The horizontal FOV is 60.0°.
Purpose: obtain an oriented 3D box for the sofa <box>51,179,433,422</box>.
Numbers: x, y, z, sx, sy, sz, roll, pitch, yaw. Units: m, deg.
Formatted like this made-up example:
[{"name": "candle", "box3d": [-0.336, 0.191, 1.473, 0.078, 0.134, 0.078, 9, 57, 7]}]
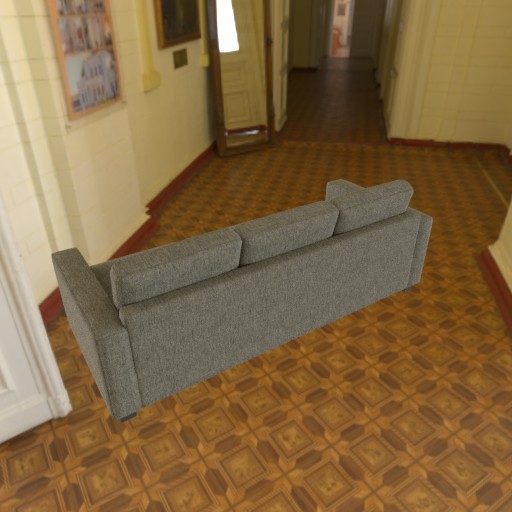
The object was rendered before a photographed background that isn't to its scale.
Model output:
[{"name": "sofa", "box3d": [0.000, 0.000, 2.717, 2.160, 0.800, 0.900, -18, 35, -28]}]
